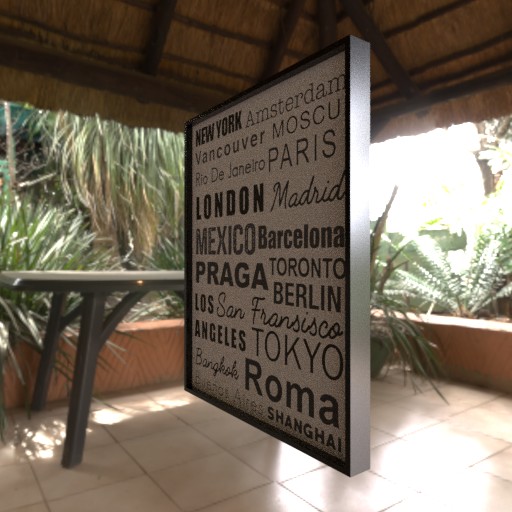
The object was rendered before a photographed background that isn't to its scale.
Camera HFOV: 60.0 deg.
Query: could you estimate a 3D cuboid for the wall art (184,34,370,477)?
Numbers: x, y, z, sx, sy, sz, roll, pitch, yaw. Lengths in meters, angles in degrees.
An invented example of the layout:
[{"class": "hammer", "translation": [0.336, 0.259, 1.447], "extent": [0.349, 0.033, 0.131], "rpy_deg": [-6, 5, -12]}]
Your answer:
[{"class": "wall art", "translation": [0.000, 0.000, 0.742], "extent": [0.038, 0.551, 0.448], "rpy_deg": [0, 0, -36]}]
